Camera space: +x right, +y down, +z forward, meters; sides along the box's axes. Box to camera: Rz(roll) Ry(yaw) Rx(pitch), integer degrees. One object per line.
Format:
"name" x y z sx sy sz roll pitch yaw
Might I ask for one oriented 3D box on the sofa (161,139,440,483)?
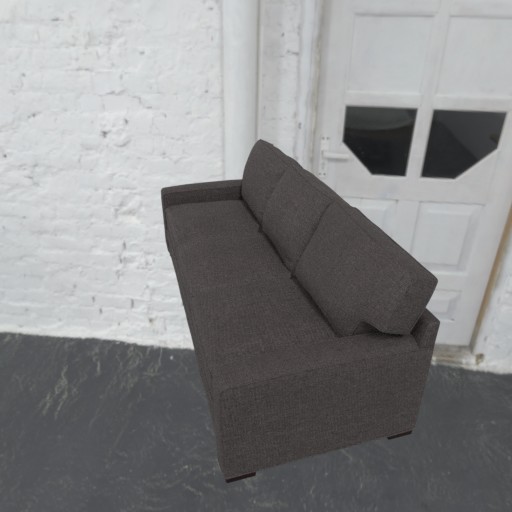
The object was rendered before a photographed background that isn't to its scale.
"sofa" 0.000 0.000 2.886 1.004 0.978 2.369 -8 30 -14
